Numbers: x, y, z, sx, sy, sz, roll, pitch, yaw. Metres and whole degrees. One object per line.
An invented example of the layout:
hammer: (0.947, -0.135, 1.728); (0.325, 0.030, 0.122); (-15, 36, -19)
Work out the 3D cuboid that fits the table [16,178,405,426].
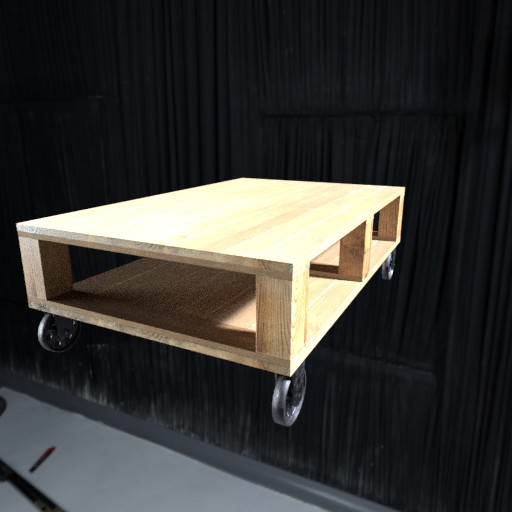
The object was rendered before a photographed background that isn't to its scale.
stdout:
table: (0.000, 0.000, 1.659); (0.827, 0.413, 1.299); (8, 18, 26)
